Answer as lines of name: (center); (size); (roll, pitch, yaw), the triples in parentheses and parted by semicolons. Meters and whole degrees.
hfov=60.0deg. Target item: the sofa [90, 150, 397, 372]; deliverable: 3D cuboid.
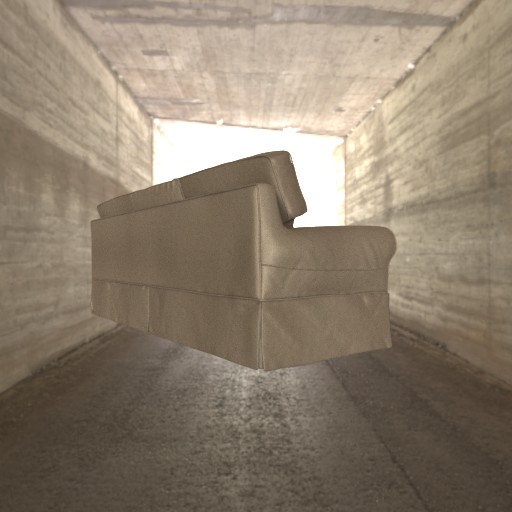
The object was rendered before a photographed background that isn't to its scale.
sofa: (0.000, 0.000, 3.296); (1.733, 0.978, 2.475); (0, 0, -37)
